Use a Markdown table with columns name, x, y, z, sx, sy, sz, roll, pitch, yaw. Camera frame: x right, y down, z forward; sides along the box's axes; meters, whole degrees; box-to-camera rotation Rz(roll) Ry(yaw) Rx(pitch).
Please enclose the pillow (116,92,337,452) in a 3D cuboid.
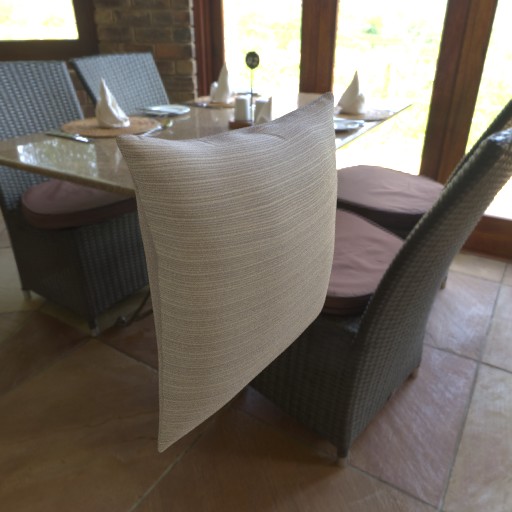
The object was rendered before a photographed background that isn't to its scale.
| name | x | y | z | sx | sy | sz | roll | pitch | yaw |
| --- | --- | --- | --- | --- | --- | --- | --- | --- | --- |
| pillow | 0.000 | 0.000 | 0.770 | 0.204 | 0.497 | 0.512 | 18 | 32 | 31 |
